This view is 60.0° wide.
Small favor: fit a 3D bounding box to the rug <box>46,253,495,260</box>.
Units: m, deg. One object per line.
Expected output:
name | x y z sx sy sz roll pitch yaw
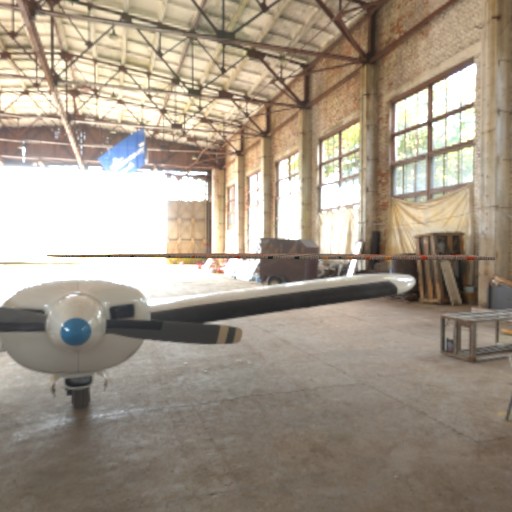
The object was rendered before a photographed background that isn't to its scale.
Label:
rug | 0.000 0.000 2.625 2.419 0.022 0.744 0 1 18
